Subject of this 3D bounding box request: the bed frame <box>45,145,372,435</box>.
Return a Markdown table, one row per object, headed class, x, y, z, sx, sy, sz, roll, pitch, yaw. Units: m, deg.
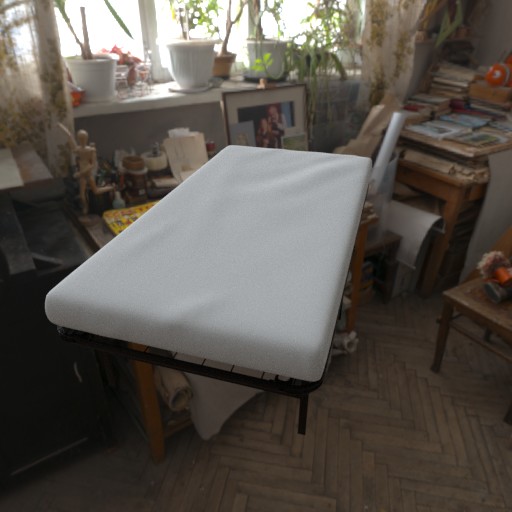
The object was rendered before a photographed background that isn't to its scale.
| class | x | y | z | sx | sy | sz | roll | pitch | yaw |
| --- | --- | --- | --- | --- | --- | --- | --- | --- | --- |
| bed frame | 0.000 | 0.000 | 2.305 | 0.989 | 0.619 | 1.903 | 9 | 32 | 15 |
